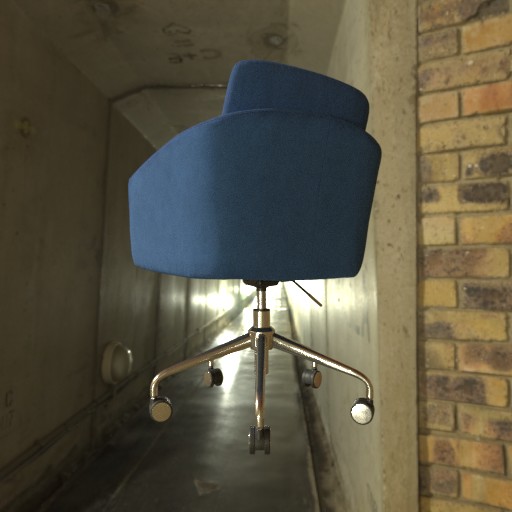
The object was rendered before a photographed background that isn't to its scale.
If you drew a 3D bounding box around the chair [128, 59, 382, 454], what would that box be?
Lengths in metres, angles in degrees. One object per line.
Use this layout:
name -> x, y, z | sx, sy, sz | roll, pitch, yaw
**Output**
chair -> 0.000, 0.000, 1.334 | 0.641, 0.908, 0.635 | 0, 0, -34
